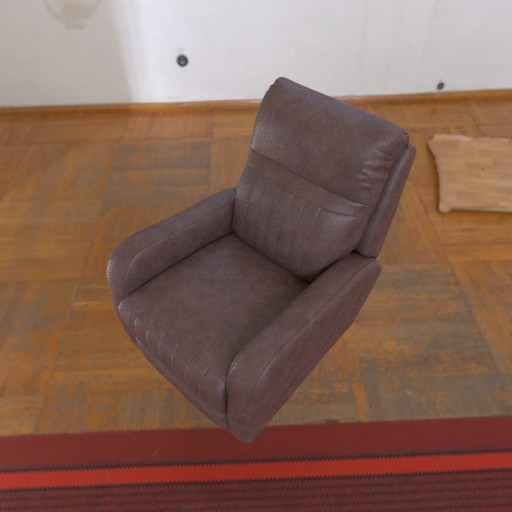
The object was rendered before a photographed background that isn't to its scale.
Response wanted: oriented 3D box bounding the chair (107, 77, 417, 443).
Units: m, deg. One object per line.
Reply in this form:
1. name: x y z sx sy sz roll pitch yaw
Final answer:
1. chair: 0.000 0.000 1.852 0.865 1.067 1.067 34 55 28
